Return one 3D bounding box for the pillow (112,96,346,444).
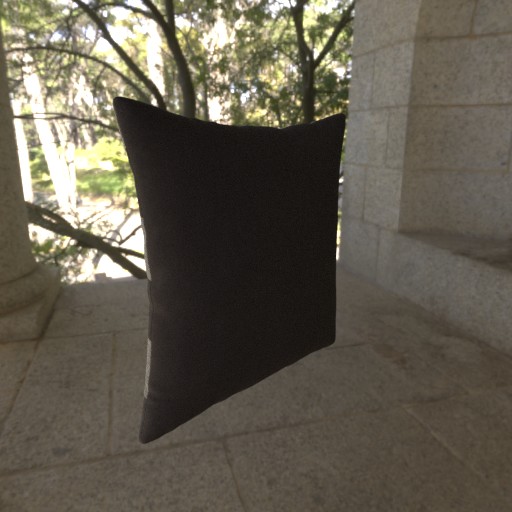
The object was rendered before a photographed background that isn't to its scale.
[{"bbox_3d":[0.000,0.000,0.794,0.161,0.509,0.511,14,20,43],"label":"pillow"}]
